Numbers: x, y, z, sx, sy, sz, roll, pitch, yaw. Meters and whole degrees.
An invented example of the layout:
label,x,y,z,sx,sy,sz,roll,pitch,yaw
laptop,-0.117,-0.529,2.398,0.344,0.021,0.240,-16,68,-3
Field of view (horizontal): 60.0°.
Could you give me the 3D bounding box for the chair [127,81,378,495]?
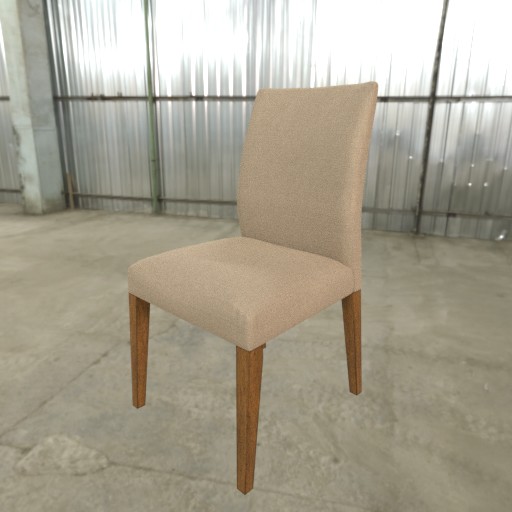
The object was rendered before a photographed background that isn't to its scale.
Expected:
label,x,y,z,sx,sy,sz,roll,pitch,yaw
chair,0.000,0.000,1.269,0.496,0.940,0.585,16,23,42
